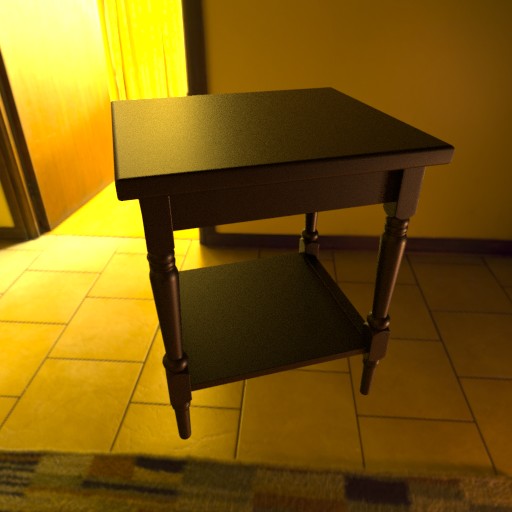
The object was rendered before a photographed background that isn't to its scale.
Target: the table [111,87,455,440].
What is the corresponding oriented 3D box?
[{"bbox_3d":[0.000,0.000,0.927,0.488,0.565,0.442,-9,33,-14],"label":"table"}]
